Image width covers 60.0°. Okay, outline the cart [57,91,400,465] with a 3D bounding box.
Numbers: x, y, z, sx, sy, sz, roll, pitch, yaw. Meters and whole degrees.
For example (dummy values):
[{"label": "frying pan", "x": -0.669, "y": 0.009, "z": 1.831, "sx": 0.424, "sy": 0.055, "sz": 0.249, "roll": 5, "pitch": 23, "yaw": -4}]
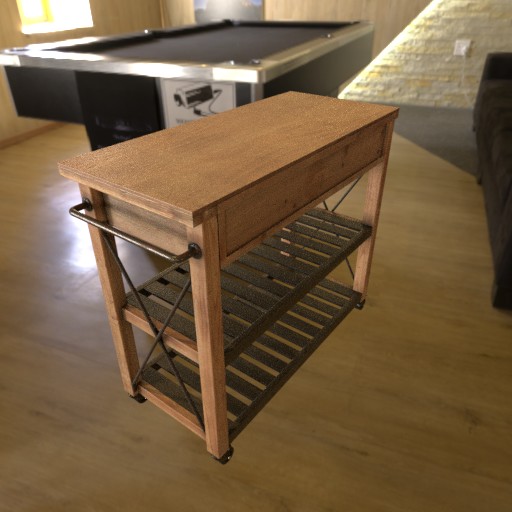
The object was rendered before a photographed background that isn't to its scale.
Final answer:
[{"label": "cart", "x": 0.000, "y": 0.000, "z": 0.971, "sx": 0.298, "sy": 0.554, "sz": 0.686, "roll": 22, "pitch": 38, "yaw": 31}]
